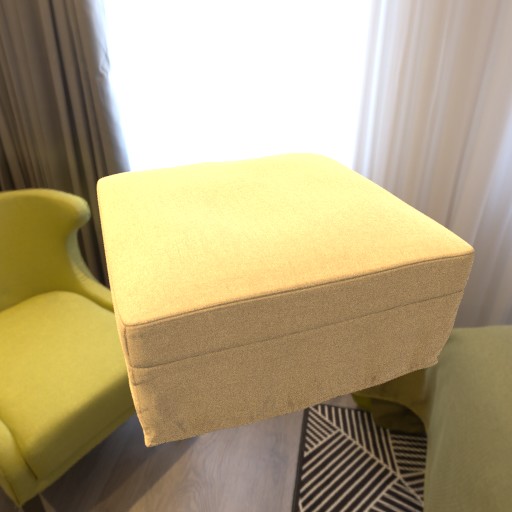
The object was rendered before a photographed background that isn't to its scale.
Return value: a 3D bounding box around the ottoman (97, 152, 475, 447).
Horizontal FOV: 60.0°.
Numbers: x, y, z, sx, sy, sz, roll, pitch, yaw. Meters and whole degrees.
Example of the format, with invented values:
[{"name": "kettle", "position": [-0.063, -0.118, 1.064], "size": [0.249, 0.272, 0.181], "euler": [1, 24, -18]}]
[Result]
[{"name": "ottoman", "position": [0.000, 0.000, 1.334], "size": [0.843, 0.436, 0.840], "euler": [-10, 32, -17]}]
